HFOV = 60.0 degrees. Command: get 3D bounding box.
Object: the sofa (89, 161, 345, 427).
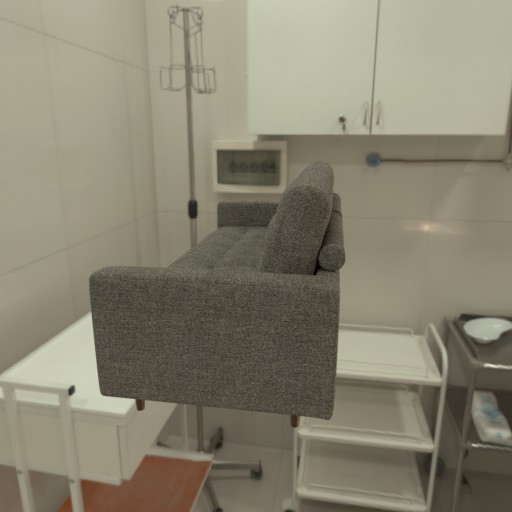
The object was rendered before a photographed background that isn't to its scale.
[{"bbox_3d":[0.000,0.000,2.305,0.863,0.902,1.821,3,15,9],"label":"sofa"}]
